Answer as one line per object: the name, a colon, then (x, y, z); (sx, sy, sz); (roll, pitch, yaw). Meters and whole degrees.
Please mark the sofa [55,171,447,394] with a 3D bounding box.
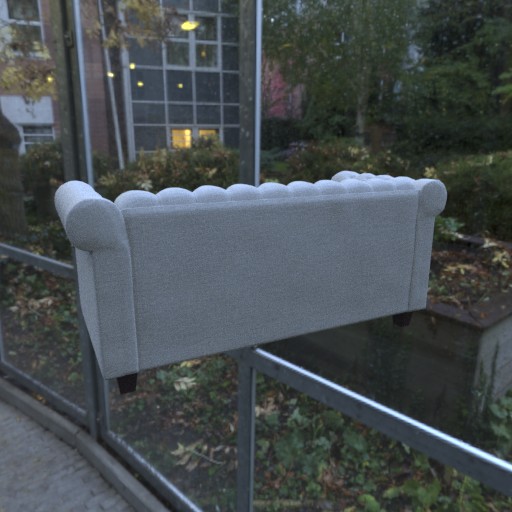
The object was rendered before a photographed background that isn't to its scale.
sofa: (0.000, 0.000, 2.271); (1.798, 0.797, 0.783); (-7, 16, -26)
